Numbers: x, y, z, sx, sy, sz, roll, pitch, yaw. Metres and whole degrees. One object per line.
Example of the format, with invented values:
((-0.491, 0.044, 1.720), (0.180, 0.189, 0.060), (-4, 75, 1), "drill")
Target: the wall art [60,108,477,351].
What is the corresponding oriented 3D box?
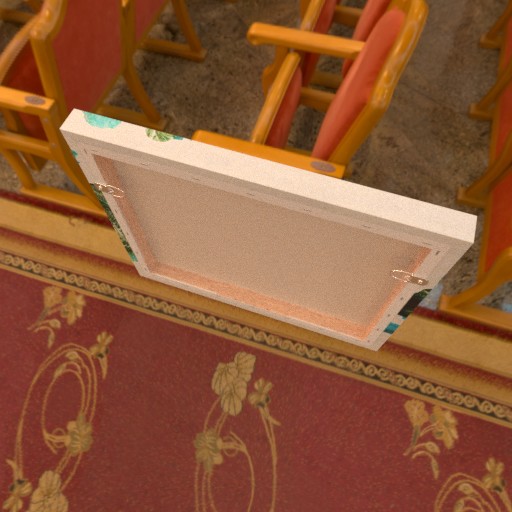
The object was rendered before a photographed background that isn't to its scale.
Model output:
((0.000, 0.000, 0.715), (0.507, 0.435, 0.041), (17, 64, 9), "wall art")
